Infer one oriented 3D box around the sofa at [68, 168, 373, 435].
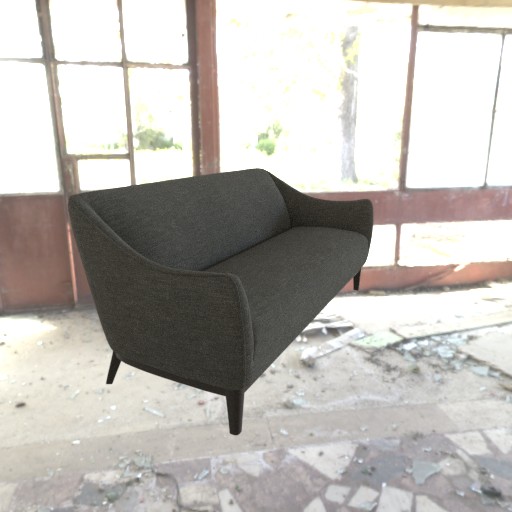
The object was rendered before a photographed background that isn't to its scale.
[{"bbox_3d":[0.000,0.000,2.416,0.867,0.829,1.928,8,17,26],"label":"sofa"}]
